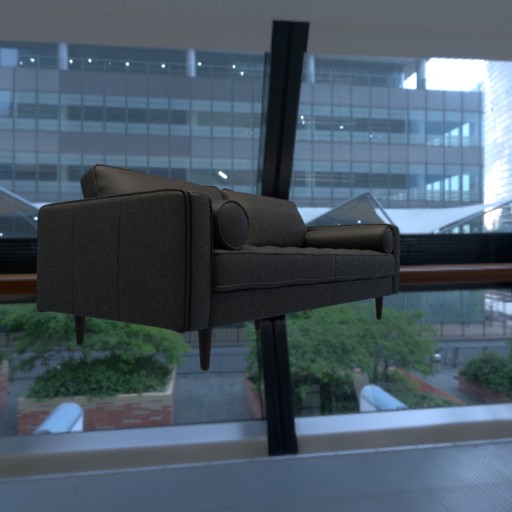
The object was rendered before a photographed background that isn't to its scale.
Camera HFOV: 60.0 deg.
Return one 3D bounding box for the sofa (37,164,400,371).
[{"bbox_3d":[0.000,0.000,2.305,0.921,0.770,1.879,0,0,37],"label":"sofa"}]
